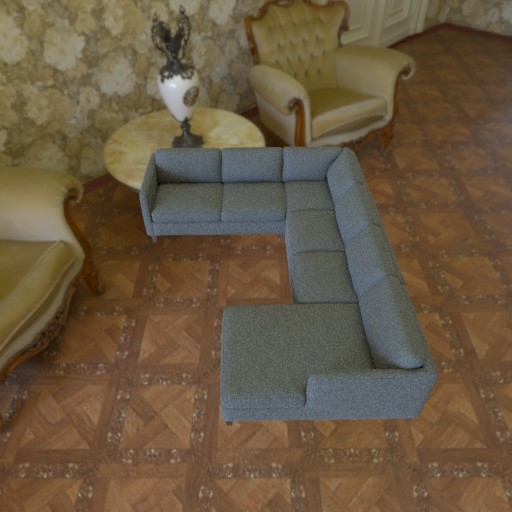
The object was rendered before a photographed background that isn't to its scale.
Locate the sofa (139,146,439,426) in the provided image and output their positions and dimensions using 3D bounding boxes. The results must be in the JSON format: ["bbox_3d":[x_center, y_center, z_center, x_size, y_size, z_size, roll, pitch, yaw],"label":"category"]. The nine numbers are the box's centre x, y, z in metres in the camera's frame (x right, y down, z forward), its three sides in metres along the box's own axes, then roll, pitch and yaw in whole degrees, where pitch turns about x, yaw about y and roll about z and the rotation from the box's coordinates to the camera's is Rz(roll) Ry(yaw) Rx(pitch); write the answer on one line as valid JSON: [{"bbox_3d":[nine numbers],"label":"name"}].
[{"bbox_3d":[0.000,0.000,4.449,2.551,0.853,3.238,-1,42,-1],"label":"sofa"}]
